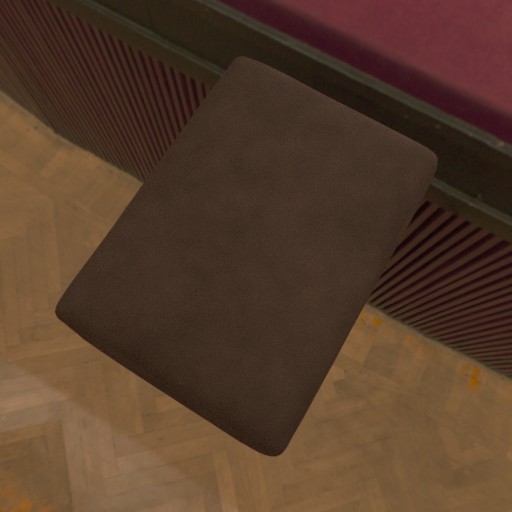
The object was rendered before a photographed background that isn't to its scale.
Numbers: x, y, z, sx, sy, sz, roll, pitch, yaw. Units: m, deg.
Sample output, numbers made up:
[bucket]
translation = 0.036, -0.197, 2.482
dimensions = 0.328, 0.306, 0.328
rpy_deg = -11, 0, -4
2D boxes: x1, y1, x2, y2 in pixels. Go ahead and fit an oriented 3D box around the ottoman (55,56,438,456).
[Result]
[ottoman]
translation = 0.000, 0.000, 1.157
dimensions = 0.574, 0.497, 0.773
rpy_deg = 30, 77, 8
